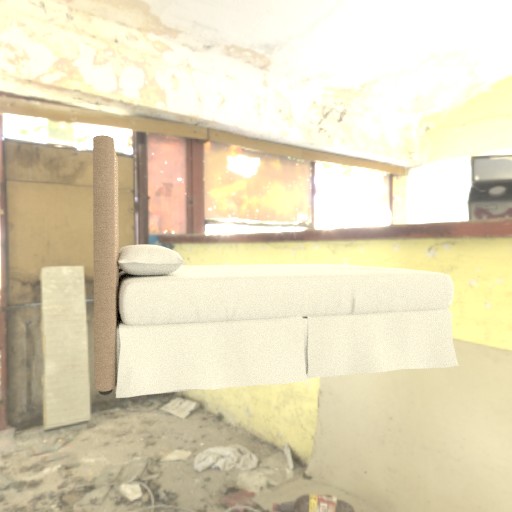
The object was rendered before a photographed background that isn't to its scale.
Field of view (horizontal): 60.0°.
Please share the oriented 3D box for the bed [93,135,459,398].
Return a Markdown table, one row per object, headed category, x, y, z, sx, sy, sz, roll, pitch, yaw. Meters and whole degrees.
| category | x | y | z | sx | sy | sz | roll | pitch | yaw |
| --- | --- | --- | --- | --- | --- | --- | --- | --- | --- |
| bed | 0.000 | 0.000 | 3.395 | 2.282 | 1.436 | 1.821 | 0 | 1 | -18 |
